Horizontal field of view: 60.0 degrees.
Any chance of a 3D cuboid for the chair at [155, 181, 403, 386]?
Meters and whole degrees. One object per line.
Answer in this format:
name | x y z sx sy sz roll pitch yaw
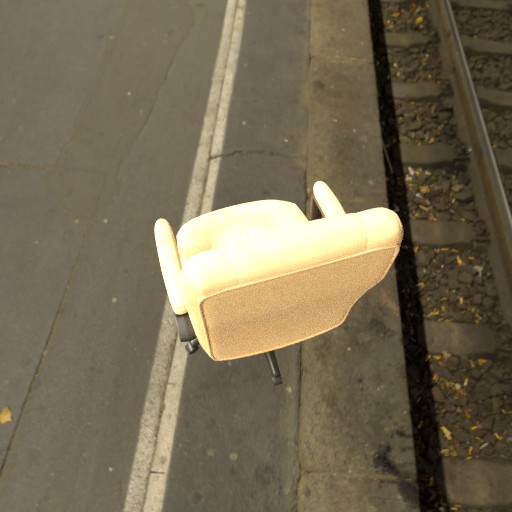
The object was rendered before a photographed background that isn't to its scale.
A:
chair | 0.000 0.000 1.546 0.667 1.105 0.724 -15 59 -9
